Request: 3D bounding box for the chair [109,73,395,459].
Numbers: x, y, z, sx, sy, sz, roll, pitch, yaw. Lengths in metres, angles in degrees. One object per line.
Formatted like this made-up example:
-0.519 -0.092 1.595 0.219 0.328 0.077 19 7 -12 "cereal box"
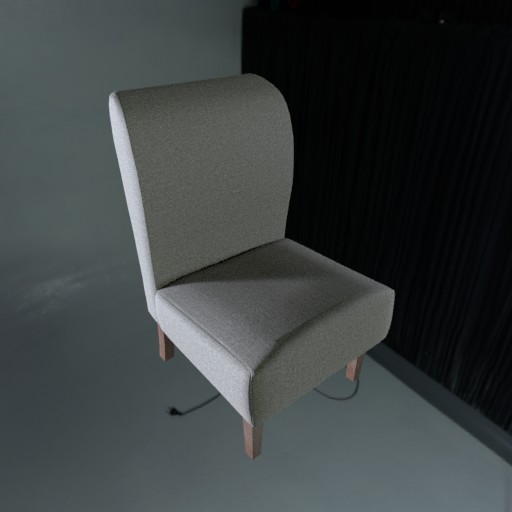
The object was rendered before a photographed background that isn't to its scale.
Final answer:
0.000 0.000 1.182 0.513 0.804 0.592 -24 39 -34 "chair"
